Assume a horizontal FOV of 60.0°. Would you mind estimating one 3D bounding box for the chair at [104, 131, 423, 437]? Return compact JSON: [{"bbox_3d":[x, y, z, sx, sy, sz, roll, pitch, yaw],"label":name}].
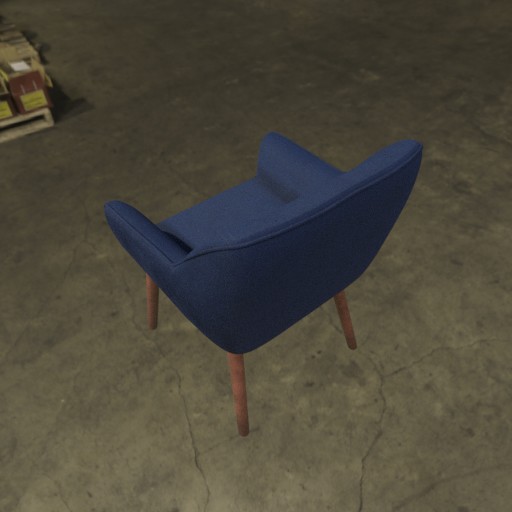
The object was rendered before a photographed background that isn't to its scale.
[{"bbox_3d":[0.000,0.000,1.260,0.600,0.820,0.600,-30,53,-26],"label":"chair"}]
